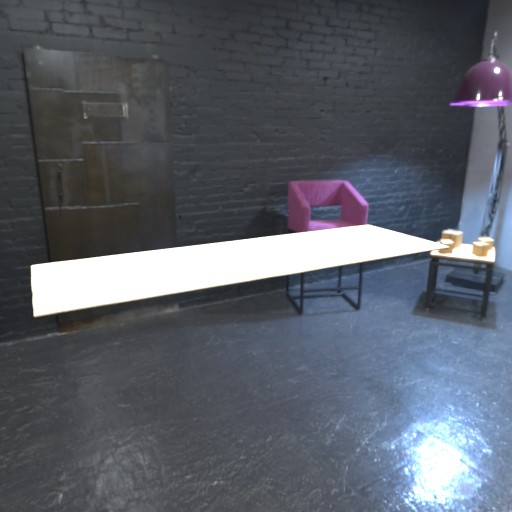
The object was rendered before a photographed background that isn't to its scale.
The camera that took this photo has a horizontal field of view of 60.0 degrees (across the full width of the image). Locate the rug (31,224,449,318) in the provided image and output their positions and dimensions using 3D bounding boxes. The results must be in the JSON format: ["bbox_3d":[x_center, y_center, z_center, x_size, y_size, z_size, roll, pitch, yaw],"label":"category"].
[{"bbox_3d":[0.000,0.000,2.686,2.450,0.014,0.793,-8,18,-26],"label":"rug"}]
